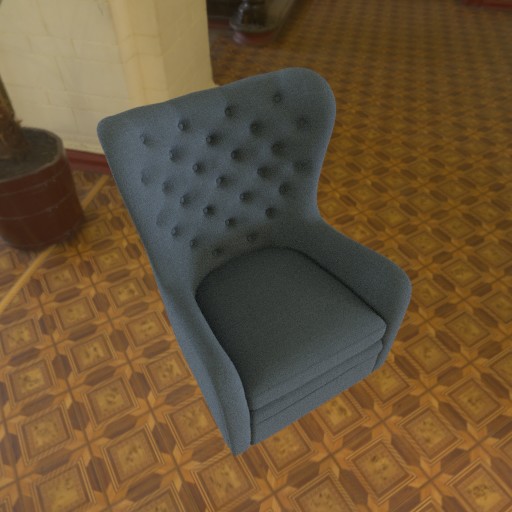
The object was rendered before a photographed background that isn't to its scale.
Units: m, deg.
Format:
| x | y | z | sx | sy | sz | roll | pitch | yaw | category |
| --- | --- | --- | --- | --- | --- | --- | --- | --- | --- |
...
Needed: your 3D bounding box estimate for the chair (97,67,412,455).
| x | y | z | sx | sy | sz | roll | pitch | yaw | category |
| --- | --- | --- | --- | --- | --- | --- | --- | --- | --- |
| 0.000 | 0.000 | 1.710 | 0.831 | 1.079 | 0.930 | -24 | 51 | -21 | chair |
